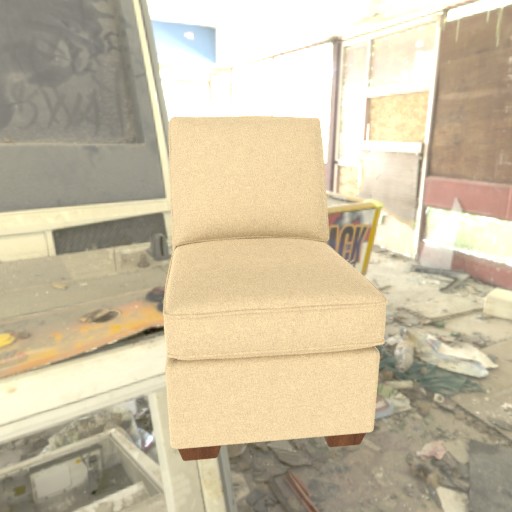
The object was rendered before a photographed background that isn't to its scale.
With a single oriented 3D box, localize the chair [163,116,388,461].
[{"bbox_3d":[0.000,0.000,1.572,0.621,0.970,0.938,-2,16,-7],"label":"chair"}]
